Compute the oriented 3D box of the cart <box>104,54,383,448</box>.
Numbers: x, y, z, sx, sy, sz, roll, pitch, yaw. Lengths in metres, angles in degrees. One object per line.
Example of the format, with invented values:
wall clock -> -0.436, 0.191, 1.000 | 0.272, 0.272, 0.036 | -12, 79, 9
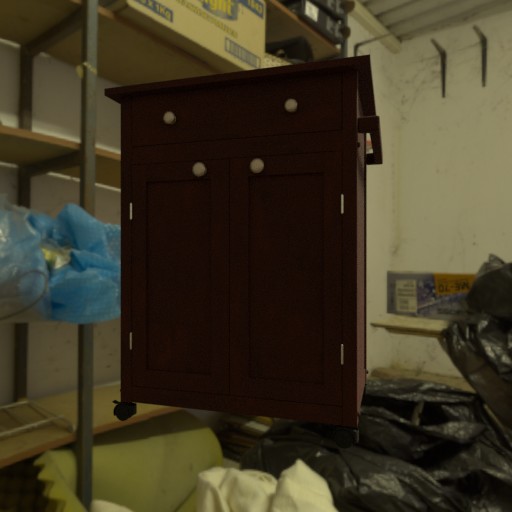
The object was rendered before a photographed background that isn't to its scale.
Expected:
cart -> 0.000, 0.000, 1.255 | 0.683, 0.864, 0.442 | 0, 0, 17
